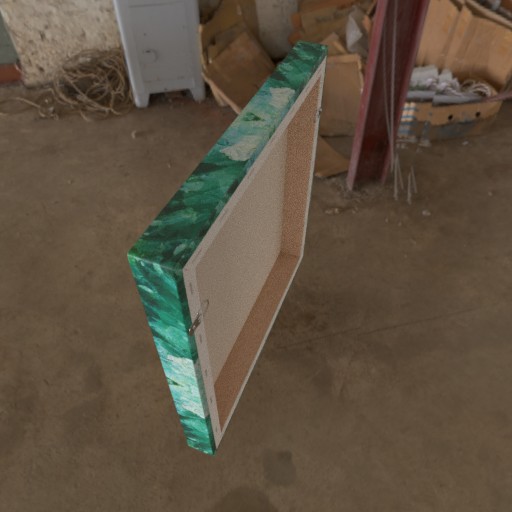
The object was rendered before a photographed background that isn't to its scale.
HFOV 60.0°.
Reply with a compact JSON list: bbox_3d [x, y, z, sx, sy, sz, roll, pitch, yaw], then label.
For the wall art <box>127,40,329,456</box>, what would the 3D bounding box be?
[{"bbox_3d":[0.000,0.000,0.460,0.033,0.313,0.313,17,50,14],"label":"wall art"}]
